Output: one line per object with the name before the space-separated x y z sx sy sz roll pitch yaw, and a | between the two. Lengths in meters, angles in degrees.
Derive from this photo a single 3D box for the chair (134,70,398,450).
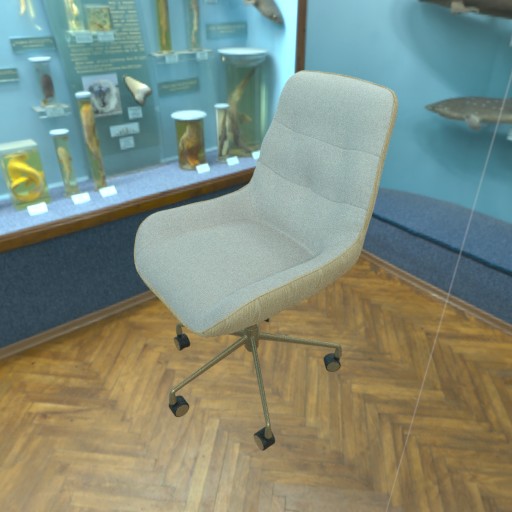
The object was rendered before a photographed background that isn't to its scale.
chair | 0.000 0.000 1.323 0.668 0.952 0.564 -21 38 -30
